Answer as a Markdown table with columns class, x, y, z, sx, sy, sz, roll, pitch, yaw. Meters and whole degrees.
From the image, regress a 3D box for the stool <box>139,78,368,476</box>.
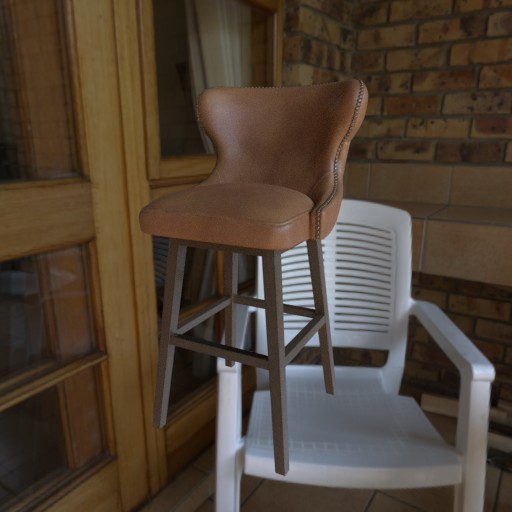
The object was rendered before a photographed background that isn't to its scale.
| class | x | y | z | sx | sy | sz | roll | pitch | yaw |
| --- | --- | --- | --- | --- | --- | --- | --- | --- | --- |
| stool | 0.000 | 0.000 | 1.435 | 0.591 | 1.087 | 0.606 | 8 | 17 | 26 |
